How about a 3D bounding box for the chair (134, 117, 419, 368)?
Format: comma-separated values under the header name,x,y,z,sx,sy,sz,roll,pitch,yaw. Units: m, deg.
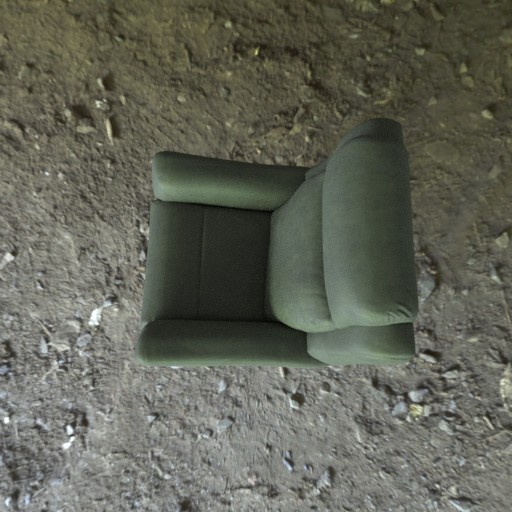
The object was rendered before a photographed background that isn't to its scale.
name,x,y,z,sx,sy,sz,roll,pitch,yaw
chair,0.000,0.000,1.949,1.068,1.116,0.967,2,76,0
